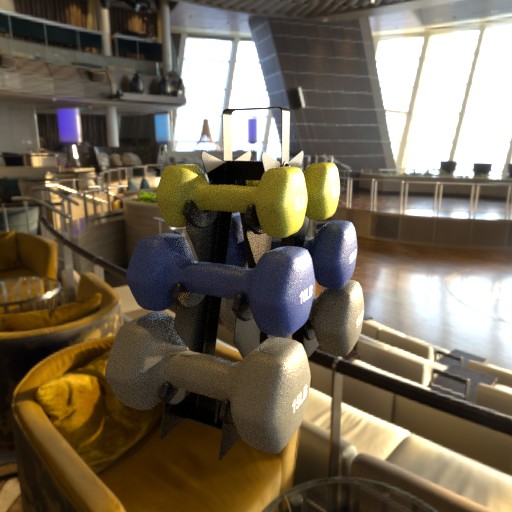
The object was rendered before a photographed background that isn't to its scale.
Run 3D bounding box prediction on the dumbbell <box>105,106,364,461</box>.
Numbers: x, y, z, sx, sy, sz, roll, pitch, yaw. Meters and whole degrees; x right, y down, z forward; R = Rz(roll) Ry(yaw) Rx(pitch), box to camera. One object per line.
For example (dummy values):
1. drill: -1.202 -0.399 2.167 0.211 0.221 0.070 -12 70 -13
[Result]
1. dumbbell: 0.000 0.000 0.673 0.261 0.426 0.416 7 16 26
